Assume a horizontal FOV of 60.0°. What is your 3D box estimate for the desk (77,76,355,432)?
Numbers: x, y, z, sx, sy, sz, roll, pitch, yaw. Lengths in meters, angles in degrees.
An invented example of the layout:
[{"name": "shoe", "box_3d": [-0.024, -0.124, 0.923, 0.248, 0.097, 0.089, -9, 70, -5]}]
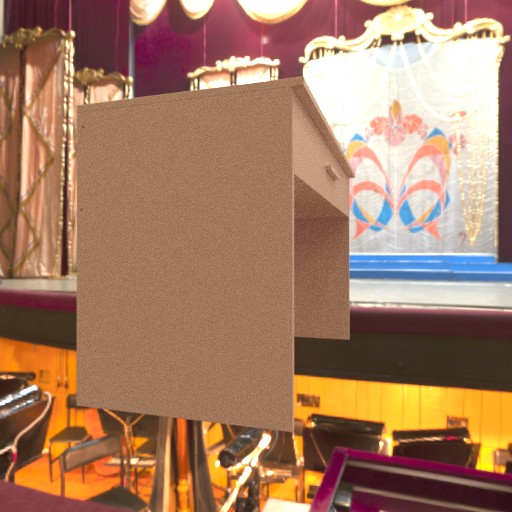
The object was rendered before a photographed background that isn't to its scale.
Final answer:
[{"name": "desk", "box_3d": [0.000, 0.000, 1.513, 0.560, 0.730, 1.100, 0, 0, 18]}]
